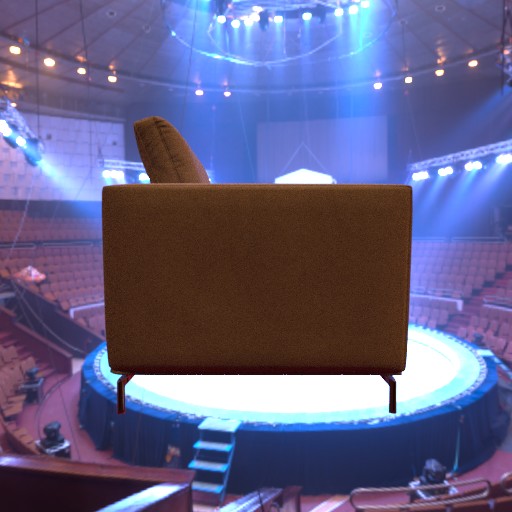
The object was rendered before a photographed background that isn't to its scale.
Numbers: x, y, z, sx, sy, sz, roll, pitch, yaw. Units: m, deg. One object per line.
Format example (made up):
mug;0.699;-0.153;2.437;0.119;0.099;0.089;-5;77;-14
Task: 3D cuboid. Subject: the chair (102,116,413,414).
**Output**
chair;0.000;0.000;1.692;0.889;0.864;1.041;0;2;0
